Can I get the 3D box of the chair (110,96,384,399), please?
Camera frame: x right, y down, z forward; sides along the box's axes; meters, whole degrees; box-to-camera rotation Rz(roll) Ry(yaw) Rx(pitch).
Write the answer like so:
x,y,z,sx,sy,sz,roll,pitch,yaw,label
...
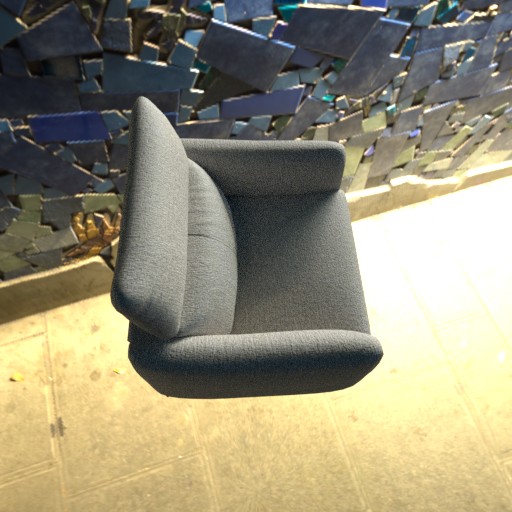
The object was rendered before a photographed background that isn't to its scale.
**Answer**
x,y,z,sx,sy,sz,roll,pitch,yaw,label
0.000,0.000,1.697,0.835,0.967,0.972,-3,62,-1,chair
